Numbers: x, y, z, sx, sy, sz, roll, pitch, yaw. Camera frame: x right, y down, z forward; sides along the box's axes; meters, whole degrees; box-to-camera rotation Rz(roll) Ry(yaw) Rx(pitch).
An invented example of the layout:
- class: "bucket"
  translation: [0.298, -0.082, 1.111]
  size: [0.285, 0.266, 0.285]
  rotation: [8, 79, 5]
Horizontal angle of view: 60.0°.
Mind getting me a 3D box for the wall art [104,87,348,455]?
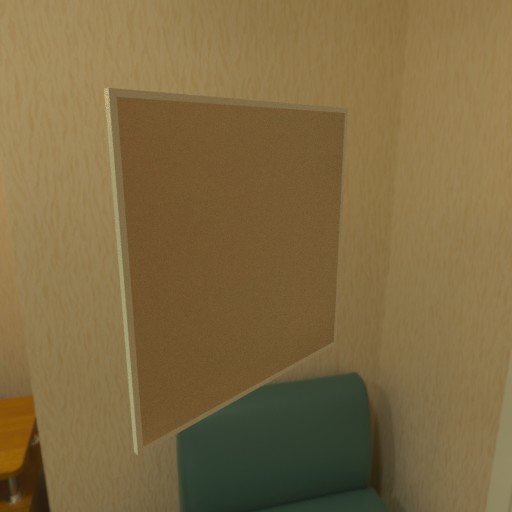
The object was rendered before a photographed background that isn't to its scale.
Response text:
- class: "wall art"
  translation: [0.000, 0.000, 0.840]
  size: [0.012, 0.557, 0.557]
  rotation: [14, 20, 42]
